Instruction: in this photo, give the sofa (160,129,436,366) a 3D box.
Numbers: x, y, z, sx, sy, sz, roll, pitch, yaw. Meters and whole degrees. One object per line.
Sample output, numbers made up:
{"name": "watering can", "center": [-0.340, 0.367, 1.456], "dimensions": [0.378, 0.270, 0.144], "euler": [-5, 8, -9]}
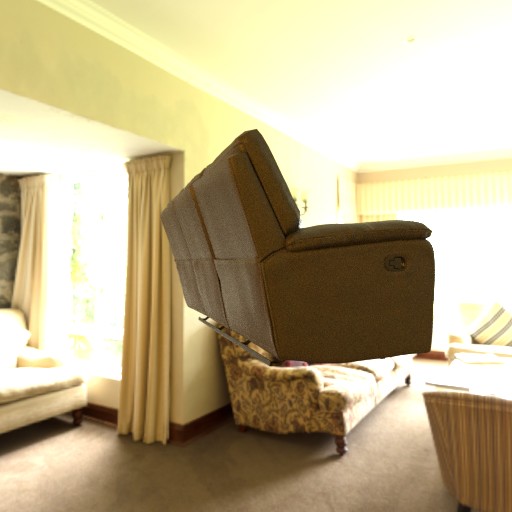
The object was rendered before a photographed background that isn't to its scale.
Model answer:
{"name": "sofa", "center": [0.000, 0.000, 3.200], "dimensions": [1.104, 1.134, 2.627], "euler": [0, -1, -18]}
